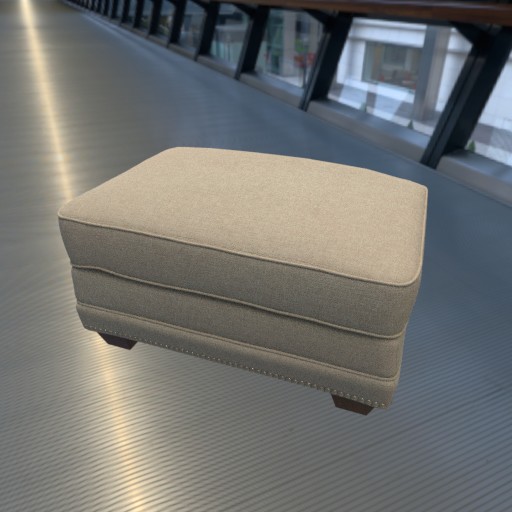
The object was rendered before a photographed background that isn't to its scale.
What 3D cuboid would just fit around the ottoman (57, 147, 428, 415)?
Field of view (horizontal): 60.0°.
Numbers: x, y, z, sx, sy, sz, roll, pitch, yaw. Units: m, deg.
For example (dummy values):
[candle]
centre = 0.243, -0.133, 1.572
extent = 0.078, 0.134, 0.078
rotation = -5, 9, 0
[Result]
[ottoman]
centre = 0.000, 0.000, 1.184
extent = 0.813, 0.458, 0.559
rotation = 10, 32, 17
